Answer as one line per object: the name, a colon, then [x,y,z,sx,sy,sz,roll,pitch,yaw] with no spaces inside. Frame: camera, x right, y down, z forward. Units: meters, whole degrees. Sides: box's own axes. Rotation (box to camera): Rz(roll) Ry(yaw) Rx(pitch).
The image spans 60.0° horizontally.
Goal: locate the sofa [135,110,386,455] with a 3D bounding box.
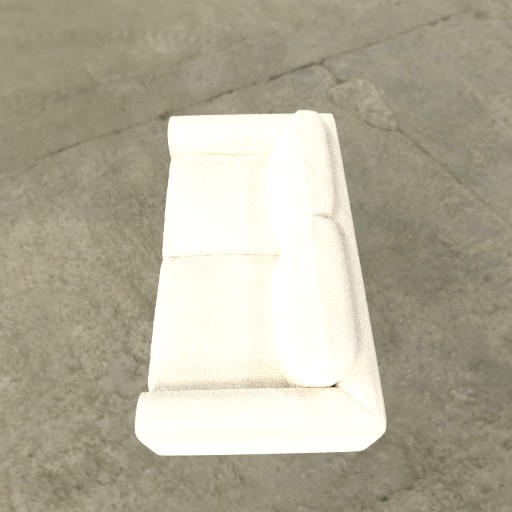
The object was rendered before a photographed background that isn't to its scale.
sofa: [0.000,0.000,2.431,1.069,0.801,1.920,-1,58,-1]
